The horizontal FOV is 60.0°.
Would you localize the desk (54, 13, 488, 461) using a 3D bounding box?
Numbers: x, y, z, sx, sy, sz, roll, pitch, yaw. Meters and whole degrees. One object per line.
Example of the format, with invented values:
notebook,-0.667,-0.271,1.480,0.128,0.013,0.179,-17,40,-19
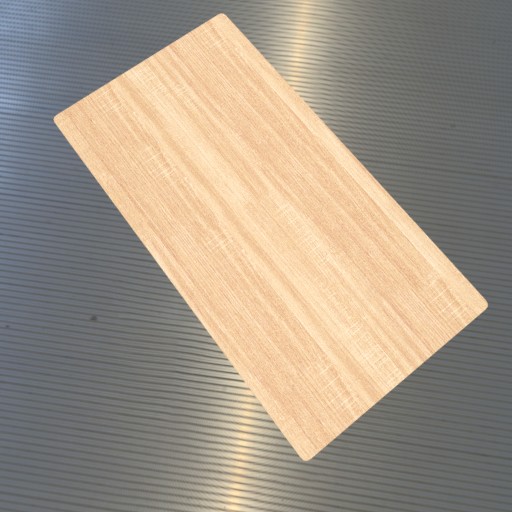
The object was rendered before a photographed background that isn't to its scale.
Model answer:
desk,0.000,0.000,1.293,0.480,0.770,0.884,-37,78,-9
